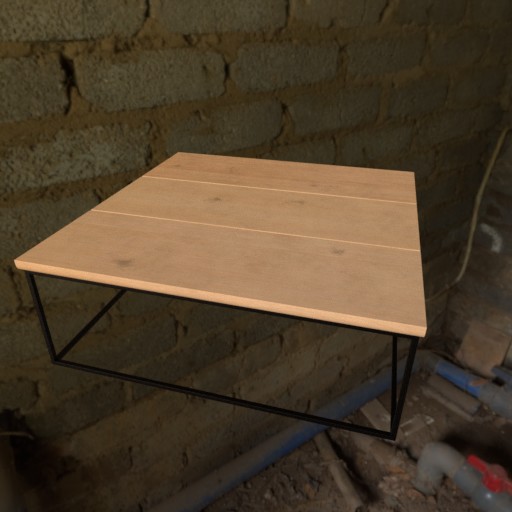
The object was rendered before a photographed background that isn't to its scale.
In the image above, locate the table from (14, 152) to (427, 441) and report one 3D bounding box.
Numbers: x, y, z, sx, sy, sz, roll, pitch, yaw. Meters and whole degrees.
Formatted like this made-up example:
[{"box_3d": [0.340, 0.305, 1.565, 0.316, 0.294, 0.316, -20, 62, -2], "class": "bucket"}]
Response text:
[{"box_3d": [0.000, 0.000, 1.672, 1.100, 0.400, 1.100, 8, 30, 14], "class": "table"}]
